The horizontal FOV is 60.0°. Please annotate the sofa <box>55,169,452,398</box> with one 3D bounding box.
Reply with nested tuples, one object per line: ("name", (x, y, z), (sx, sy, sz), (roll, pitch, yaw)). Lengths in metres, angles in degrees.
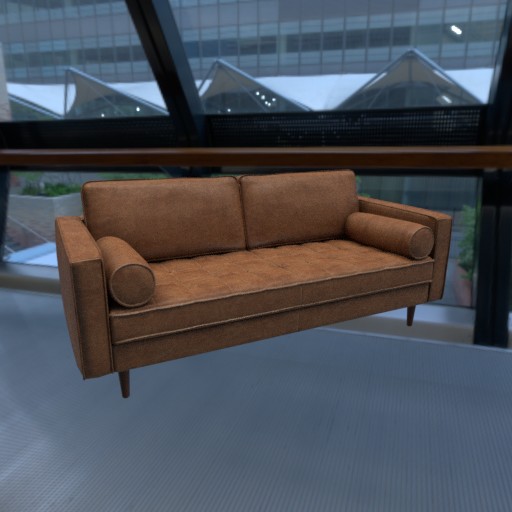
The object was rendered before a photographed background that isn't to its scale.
("sofa", (0.000, 0.000, 2.369), (1.920, 0.825, 0.924), (-8, 17, -26))
